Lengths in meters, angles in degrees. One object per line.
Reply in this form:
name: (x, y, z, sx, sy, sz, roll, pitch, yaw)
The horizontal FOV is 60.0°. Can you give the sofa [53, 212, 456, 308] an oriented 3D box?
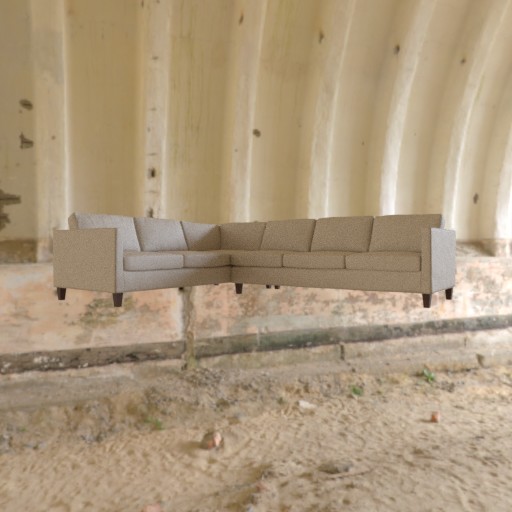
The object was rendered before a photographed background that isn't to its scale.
sofa: (0.000, 0.000, 4.366, 3.182, 0.863, 2.432, 0, 1, 36)
